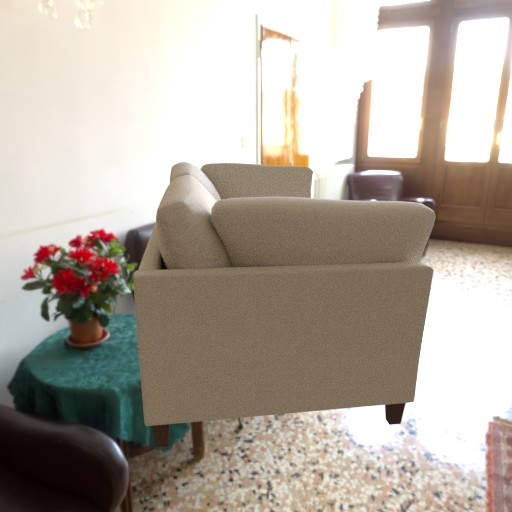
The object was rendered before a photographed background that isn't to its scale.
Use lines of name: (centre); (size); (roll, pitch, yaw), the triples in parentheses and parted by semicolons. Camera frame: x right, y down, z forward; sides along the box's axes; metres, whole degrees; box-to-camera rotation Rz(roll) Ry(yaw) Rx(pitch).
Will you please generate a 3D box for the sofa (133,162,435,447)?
sofa: (0.000, 0.000, 2.224); (0.970, 0.836, 1.776); (-2, 16, -8)
